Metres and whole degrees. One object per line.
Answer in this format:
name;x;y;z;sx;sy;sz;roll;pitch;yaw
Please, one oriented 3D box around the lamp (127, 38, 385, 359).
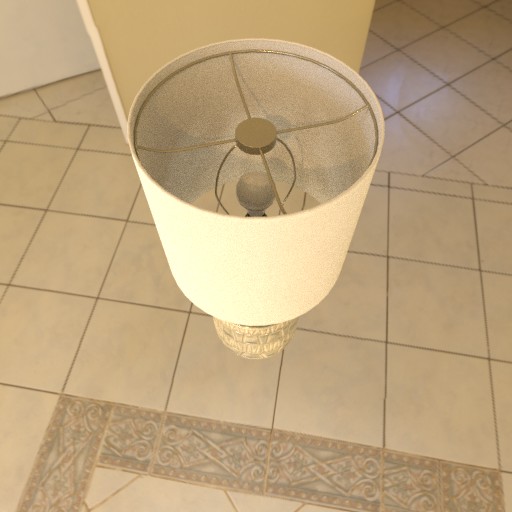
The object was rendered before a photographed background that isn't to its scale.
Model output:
lamp;0.000;0.000;0.561;0.211;0.455;0.211;0;59;0
